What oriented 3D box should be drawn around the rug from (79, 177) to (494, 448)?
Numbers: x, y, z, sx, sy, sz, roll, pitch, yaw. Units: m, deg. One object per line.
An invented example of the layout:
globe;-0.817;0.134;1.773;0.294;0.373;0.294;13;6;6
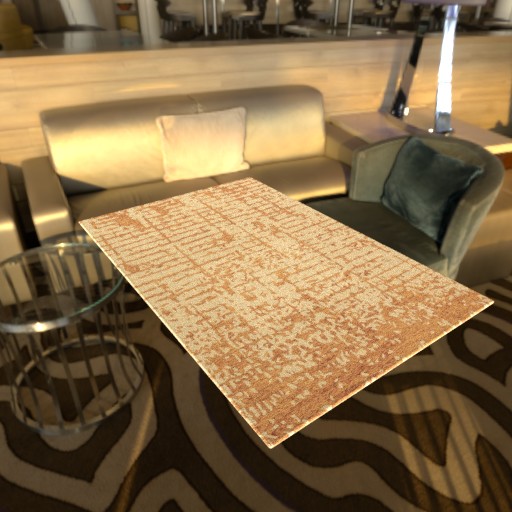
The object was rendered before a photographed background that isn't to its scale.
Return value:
rug;0.000;0.000;2.241;1.219;0.011;1.829;-20;37;-30
